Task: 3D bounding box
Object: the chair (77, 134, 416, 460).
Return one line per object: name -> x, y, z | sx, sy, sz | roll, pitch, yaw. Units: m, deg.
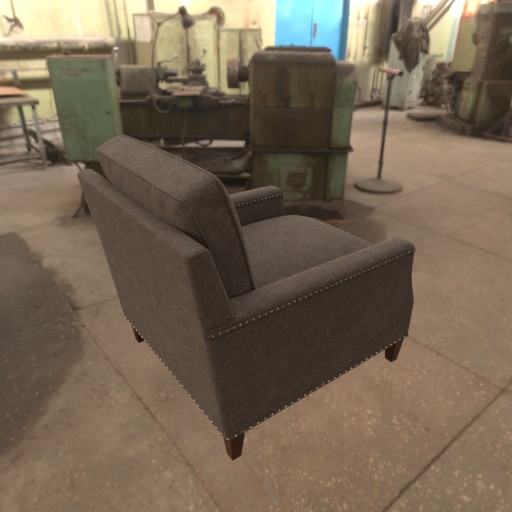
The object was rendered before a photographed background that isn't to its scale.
chair -> 0.000, 0.000, 1.734 | 1.014, 0.948, 0.853 | -19, 33, -32
